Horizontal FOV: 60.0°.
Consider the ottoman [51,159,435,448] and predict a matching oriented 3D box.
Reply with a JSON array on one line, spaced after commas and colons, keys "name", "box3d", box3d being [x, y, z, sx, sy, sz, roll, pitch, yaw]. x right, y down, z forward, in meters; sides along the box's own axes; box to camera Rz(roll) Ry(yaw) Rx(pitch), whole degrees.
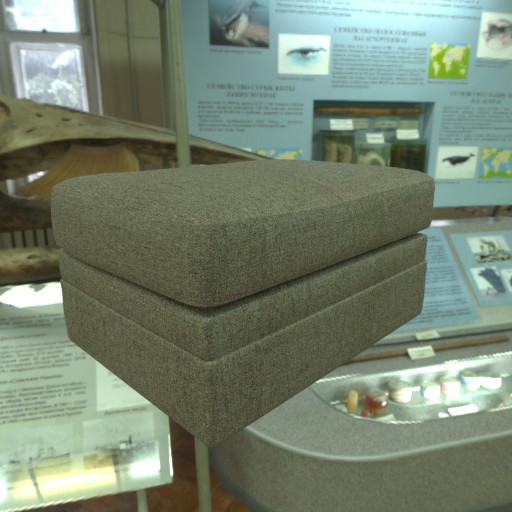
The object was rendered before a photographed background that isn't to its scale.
[{"name": "ottoman", "box3d": [0.000, 0.000, 1.221, 0.637, 0.478, 0.885, 16, 23, 42]}]
